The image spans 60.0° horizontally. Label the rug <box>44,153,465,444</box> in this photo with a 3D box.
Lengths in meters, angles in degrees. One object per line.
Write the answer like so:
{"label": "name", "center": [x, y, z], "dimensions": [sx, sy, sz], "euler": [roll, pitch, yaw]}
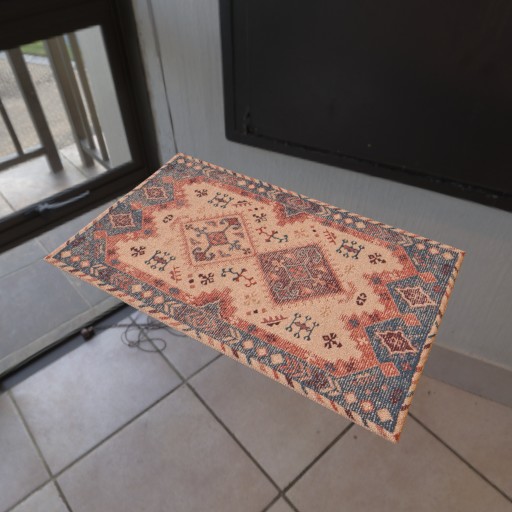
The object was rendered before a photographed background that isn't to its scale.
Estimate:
{"label": "rug", "center": [0.000, 0.000, 3.029], "dimensions": [2.464, 0.023, 1.521], "euler": [23, 50, 21]}
